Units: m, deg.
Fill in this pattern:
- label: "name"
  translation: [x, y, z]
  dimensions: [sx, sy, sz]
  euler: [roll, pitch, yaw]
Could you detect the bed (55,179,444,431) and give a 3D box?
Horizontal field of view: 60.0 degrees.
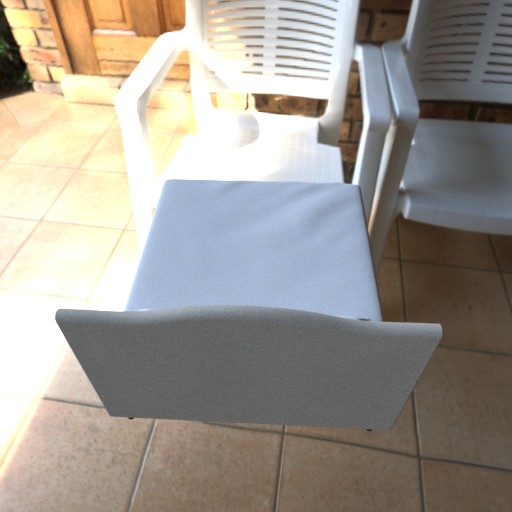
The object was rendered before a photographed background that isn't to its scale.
- label: "bed"
  translation: [0.000, 0.000, 3.523]
  dimensions: [2.083, 1.421, 2.182]
  euler: [2, 47, 2]
